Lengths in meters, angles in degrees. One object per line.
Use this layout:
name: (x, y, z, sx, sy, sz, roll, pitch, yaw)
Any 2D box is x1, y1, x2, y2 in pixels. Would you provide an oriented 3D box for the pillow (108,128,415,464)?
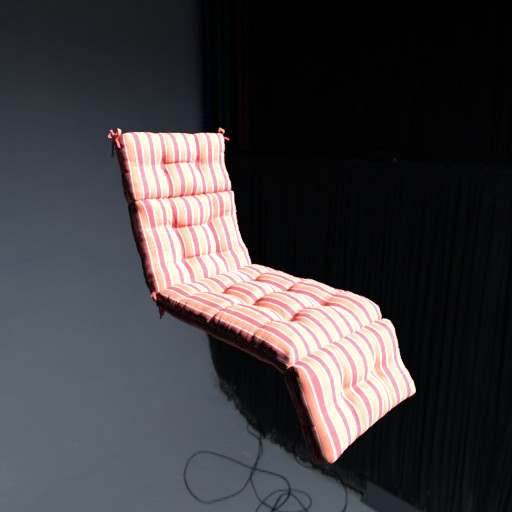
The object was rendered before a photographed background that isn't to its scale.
pillow: (0.000, 0.000, 1.517, 1.016, 0.863, 0.526, 14, 20, 43)
